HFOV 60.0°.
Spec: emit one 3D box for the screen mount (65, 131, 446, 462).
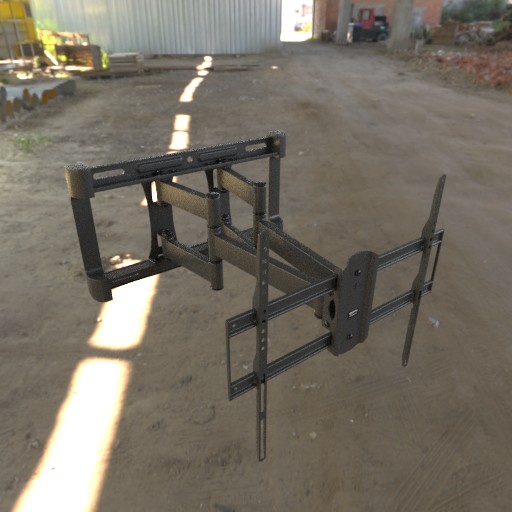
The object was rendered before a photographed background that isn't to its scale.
[{"bbox_3d":[0.000,0.000,0.942,0.571,0.424,0.556,-19,33,-32],"label":"screen mount"}]
